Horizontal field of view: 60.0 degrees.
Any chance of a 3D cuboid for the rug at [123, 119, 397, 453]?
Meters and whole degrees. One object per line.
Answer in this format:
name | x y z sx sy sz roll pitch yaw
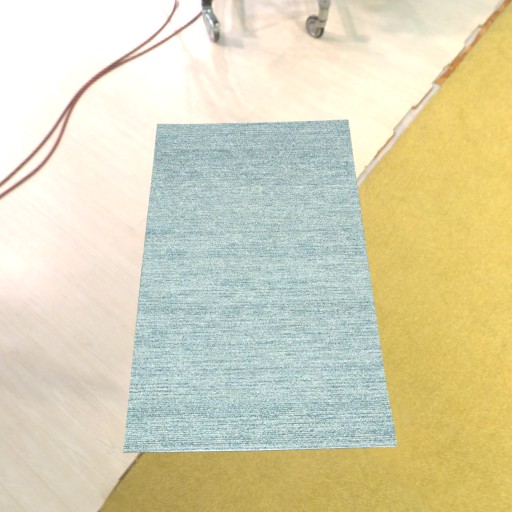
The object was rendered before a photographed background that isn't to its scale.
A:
rug | 0.000 0.000 2.298 1.174 0.022 1.853 -1 63 0
